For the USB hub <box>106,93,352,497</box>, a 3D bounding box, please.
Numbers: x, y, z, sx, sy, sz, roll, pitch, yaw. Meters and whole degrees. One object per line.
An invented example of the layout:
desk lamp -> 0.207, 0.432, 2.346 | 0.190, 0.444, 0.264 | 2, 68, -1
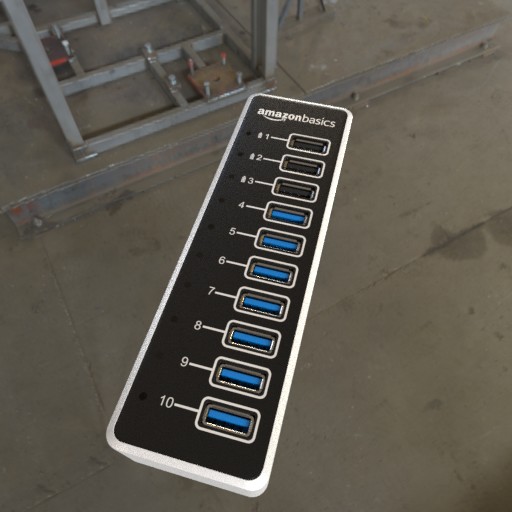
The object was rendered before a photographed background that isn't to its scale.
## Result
USB hub -> 0.000, 0.000, 0.157 | 0.044, 0.023, 0.145 | 13, 59, 8
